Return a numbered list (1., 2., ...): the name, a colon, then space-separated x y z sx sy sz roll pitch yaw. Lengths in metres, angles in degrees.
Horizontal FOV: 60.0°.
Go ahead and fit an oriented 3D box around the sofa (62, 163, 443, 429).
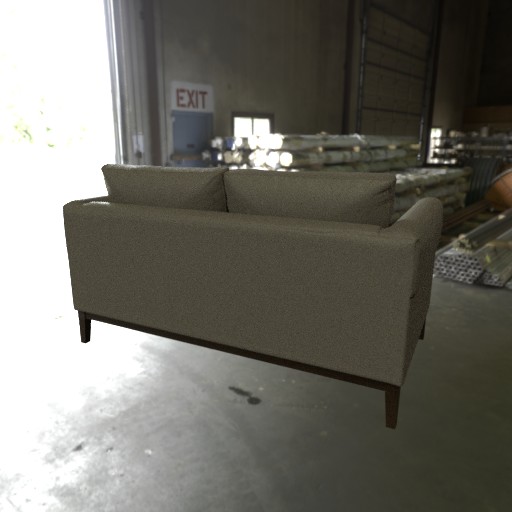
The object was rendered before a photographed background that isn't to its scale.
1. sofa: 0.000 0.000 2.146 1.598 0.873 0.899 7 17 26
